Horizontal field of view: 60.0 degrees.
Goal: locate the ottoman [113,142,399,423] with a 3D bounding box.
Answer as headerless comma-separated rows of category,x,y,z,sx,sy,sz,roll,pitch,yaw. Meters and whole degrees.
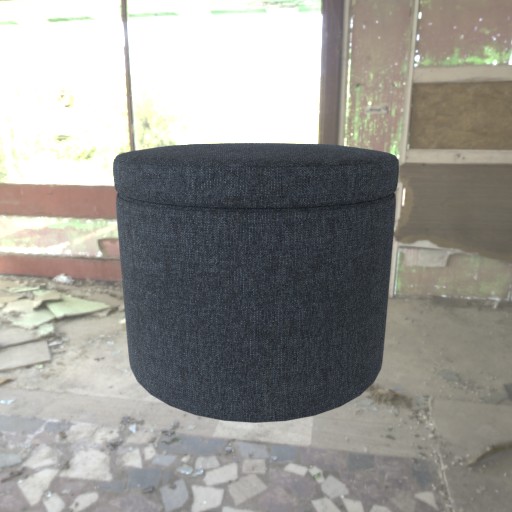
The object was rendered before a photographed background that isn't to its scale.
ottoman,0.000,0.000,0.854,0.500,0.419,0.500,0,16,0
